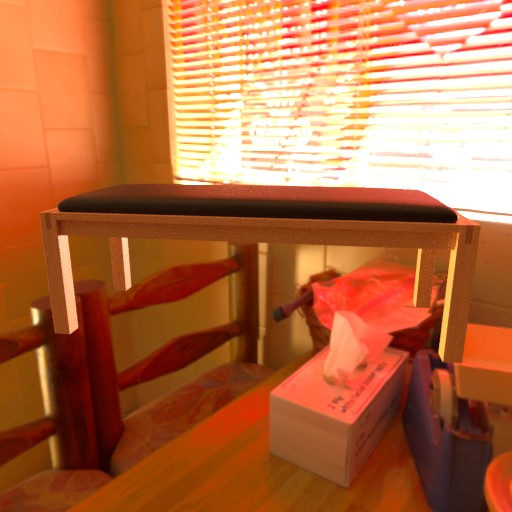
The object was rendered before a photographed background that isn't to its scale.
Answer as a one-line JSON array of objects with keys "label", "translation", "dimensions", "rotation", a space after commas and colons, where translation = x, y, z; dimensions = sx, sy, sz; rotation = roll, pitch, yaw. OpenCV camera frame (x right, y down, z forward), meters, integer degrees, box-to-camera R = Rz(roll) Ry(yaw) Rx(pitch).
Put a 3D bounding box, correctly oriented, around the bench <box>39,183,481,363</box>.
[{"label": "bench", "translation": [0.000, 0.000, 1.449], "dimensions": [1.202, 0.430, 0.450], "rotation": [2, 16, 9]}]
